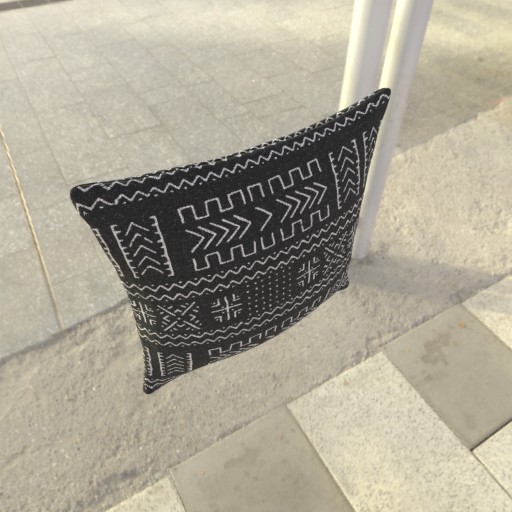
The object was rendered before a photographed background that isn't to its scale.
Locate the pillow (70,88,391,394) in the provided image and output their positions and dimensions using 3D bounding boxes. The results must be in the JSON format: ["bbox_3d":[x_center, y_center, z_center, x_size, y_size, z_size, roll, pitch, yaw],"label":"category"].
[{"bbox_3d":[0.000,0.000,0.667,0.438,0.430,0.164,-25,51,-22],"label":"pillow"}]
